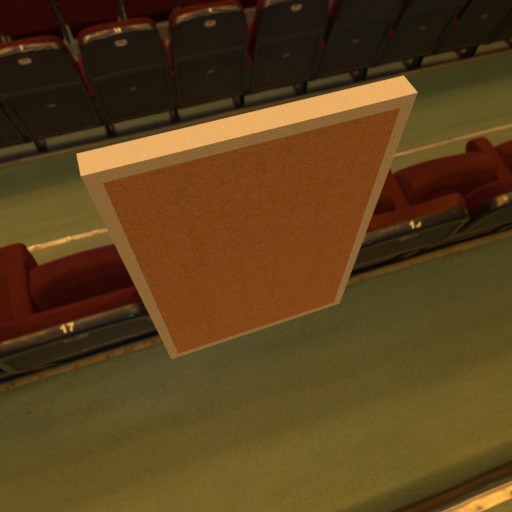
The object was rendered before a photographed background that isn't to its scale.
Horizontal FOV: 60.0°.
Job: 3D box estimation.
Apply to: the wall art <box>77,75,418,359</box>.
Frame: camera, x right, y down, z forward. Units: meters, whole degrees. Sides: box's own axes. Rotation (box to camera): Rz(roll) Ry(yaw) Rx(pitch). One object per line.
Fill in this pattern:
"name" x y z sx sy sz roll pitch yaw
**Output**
"wall art" 0.000 0.000 0.552 0.293 0.428 0.025 -17 60 -10
